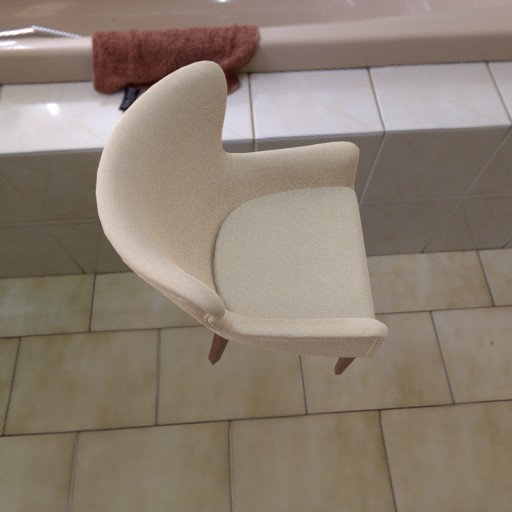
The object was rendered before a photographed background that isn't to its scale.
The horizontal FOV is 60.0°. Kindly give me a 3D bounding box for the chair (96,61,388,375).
[{"bbox_3d":[0.000,0.000,1.453,0.744,0.990,0.696,-1,64,-1],"label":"chair"}]
